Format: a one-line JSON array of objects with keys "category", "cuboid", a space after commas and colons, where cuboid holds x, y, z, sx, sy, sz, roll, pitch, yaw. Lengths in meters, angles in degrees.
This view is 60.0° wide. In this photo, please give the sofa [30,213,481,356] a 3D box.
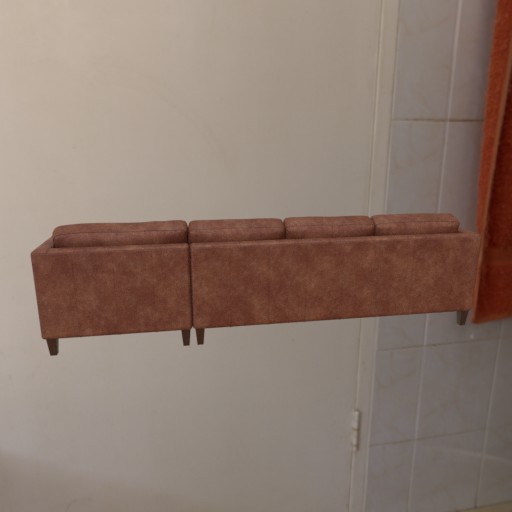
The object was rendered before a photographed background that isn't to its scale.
[{"category": "sofa", "cuboid": [0.000, 0.000, 3.909, 3.203, 0.883, 1.581, -2, 15, -9]}]
